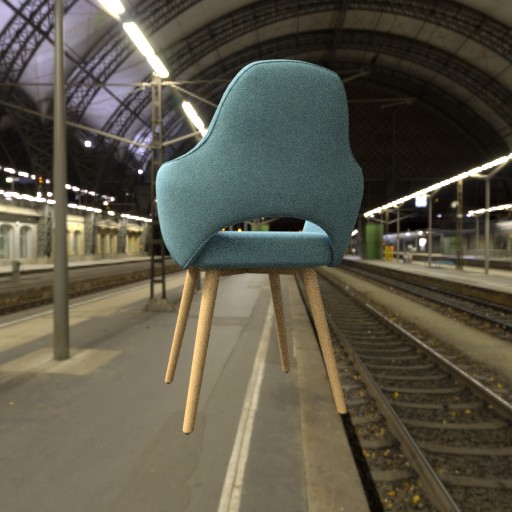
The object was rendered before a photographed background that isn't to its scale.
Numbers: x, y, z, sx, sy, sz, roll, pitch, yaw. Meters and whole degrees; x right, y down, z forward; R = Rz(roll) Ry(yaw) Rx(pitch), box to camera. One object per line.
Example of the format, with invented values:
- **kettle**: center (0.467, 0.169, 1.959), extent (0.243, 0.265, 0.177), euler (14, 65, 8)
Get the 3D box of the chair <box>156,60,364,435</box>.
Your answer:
- **chair**: center (0.000, 0.000, 1.334), extent (0.589, 0.920, 0.666), euler (0, 1, -17)
